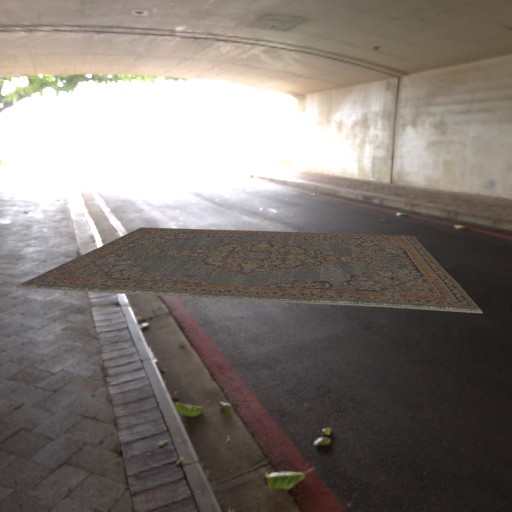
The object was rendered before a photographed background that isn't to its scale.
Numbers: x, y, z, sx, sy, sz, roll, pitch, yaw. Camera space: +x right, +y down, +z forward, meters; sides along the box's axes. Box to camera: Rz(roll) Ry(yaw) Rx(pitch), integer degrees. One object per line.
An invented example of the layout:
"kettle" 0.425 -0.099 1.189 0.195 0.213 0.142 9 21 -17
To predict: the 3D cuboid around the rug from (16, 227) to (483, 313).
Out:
"rug" 0.000 0.000 3.680 2.901 0.026 2.043 2 15 8
